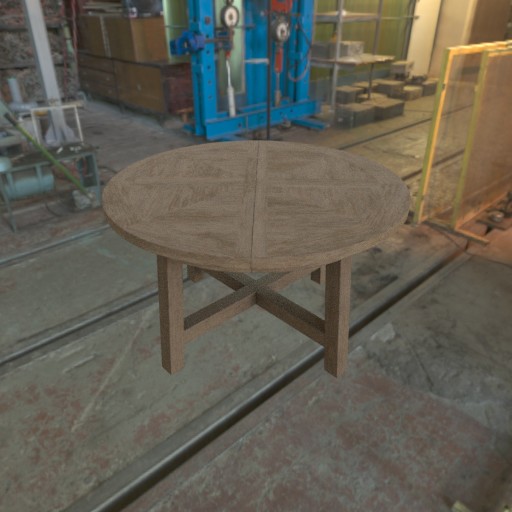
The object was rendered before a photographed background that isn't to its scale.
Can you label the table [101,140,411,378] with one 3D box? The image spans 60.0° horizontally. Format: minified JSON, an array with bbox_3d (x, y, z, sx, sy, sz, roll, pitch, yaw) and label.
[{"bbox_3d":[0.000,0.000,2.167,1.319,0.762,1.319,0,30,0],"label":"table"}]
